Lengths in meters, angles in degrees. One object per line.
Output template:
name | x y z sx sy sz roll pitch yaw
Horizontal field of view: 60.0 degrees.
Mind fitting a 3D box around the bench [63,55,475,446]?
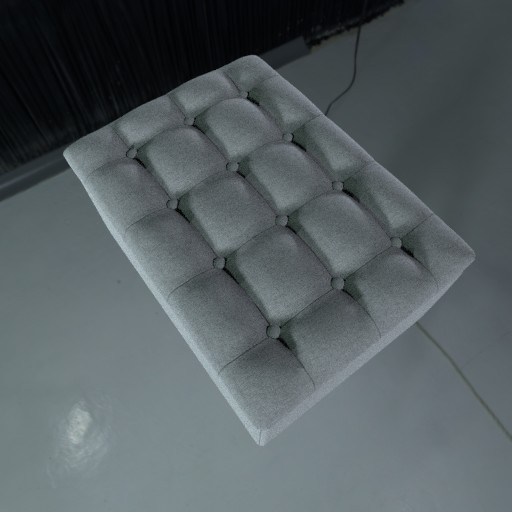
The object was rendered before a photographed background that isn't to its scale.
bench | 0.000 0.000 0.885 0.417 0.469 0.572 -34 67 -16
